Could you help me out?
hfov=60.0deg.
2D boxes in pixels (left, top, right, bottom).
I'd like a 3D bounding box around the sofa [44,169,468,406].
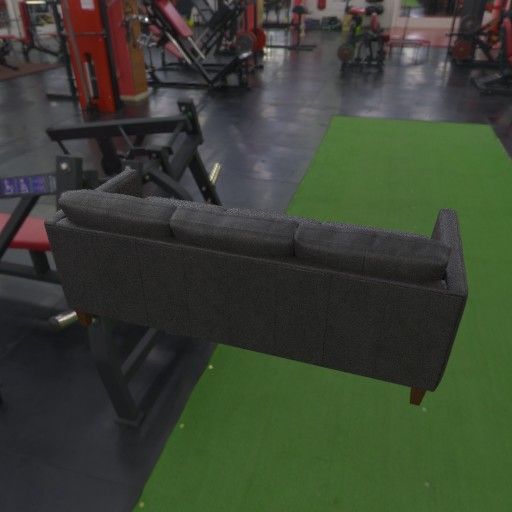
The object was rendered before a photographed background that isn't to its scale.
[{"bbox_3d":[0.000,0.000,2.988,2.464,1.006,1.045,10,33,15],"label":"sofa"}]
